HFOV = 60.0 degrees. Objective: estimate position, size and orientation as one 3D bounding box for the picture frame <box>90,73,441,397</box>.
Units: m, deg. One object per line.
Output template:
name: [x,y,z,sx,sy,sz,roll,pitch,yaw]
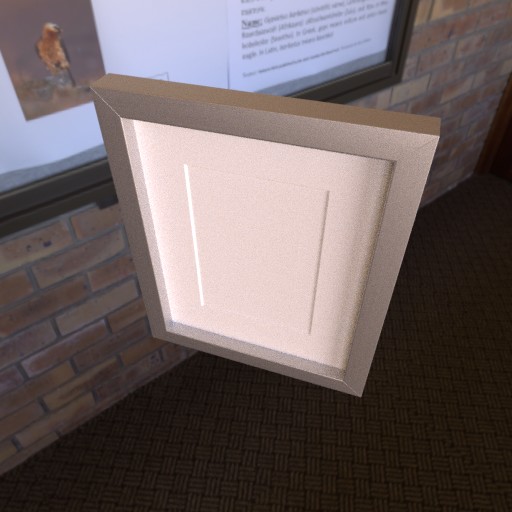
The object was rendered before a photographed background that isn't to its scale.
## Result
picture frame: [0.000,0.000,0.387,0.233,0.282,0.036,13,44,14]
